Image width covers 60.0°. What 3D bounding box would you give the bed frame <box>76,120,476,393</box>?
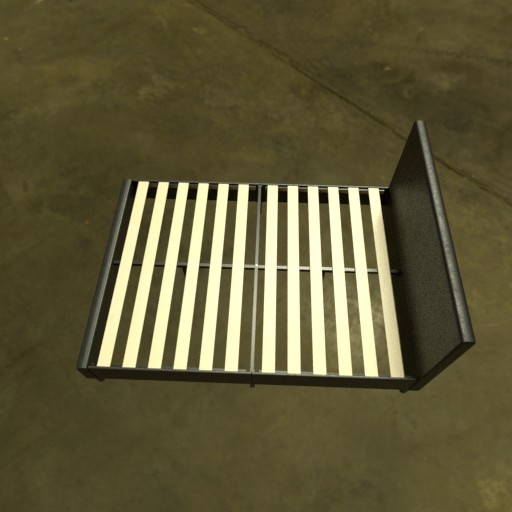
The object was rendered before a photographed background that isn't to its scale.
[{"bbox_3d":[0.000,0.000,3.181,2.318,1.127,1.634,2,59,1],"label":"bed frame"}]
